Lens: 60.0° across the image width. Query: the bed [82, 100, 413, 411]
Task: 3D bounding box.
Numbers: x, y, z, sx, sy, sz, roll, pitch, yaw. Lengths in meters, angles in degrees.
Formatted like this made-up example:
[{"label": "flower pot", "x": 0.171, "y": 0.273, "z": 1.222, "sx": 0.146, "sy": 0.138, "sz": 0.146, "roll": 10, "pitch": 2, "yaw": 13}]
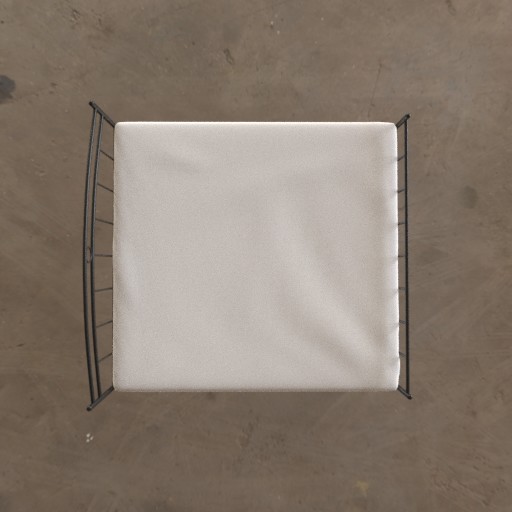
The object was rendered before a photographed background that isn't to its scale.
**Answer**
[{"label": "bed", "x": 0.000, "y": 0.000, "z": 3.054, "sx": 2.040, "sy": 0.940, "sz": 1.880, "roll": 0, "pitch": 89, "yaw": 0}]
